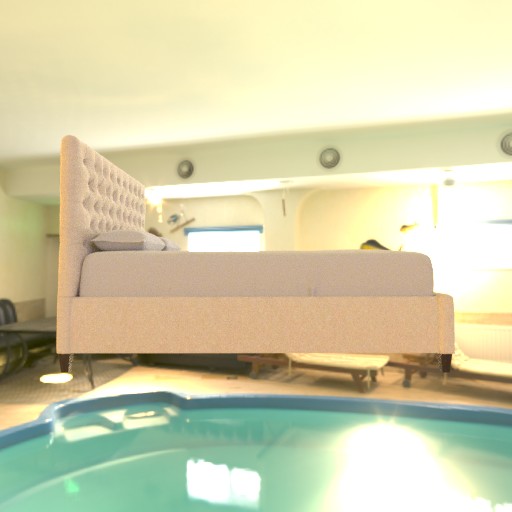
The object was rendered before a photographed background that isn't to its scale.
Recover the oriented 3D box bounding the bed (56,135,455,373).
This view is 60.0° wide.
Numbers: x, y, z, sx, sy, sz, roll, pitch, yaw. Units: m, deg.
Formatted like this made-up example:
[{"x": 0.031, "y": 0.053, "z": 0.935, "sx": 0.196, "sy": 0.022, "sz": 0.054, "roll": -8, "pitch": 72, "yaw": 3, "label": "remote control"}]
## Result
[{"x": 0.000, "y": 0.000, "z": 3.479, "sx": 2.387, "sy": 1.427, "sz": 1.698, "roll": 0, "pitch": -1, "yaw": 0, "label": "bed"}]
